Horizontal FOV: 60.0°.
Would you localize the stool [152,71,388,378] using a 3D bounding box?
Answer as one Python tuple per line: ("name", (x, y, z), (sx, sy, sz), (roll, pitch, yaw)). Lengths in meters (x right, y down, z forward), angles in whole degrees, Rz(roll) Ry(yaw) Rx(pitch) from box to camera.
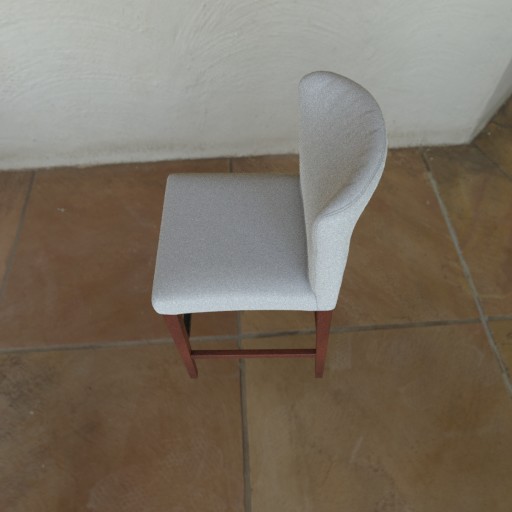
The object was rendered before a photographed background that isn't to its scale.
("stool", (0.000, 0.000, 1.401), (0.568, 1.069, 0.479), (-1, 57, 0))
